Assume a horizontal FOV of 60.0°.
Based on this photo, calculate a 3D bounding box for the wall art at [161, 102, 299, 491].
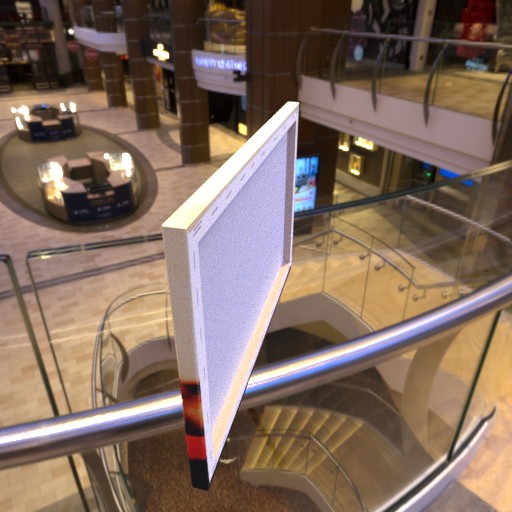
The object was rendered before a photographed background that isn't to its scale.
[{"bbox_3d":[0.000,0.000,1.150,0.038,0.602,0.918,7,31,13],"label":"wall art"}]
